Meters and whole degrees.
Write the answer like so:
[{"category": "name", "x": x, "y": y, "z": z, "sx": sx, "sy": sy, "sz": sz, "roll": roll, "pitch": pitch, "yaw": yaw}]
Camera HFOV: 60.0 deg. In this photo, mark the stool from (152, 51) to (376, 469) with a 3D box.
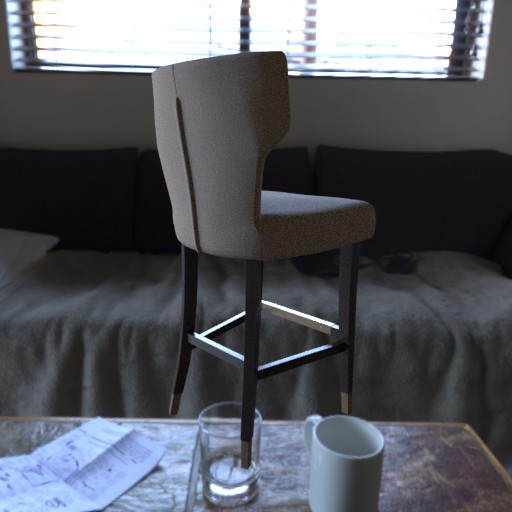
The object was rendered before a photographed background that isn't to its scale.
[{"category": "stool", "x": 0.000, "y": 0.000, "z": 1.397, "sx": 0.563, "sy": 1.092, "sz": 0.526, "roll": -13, "pitch": 19, "yaw": -43}]
